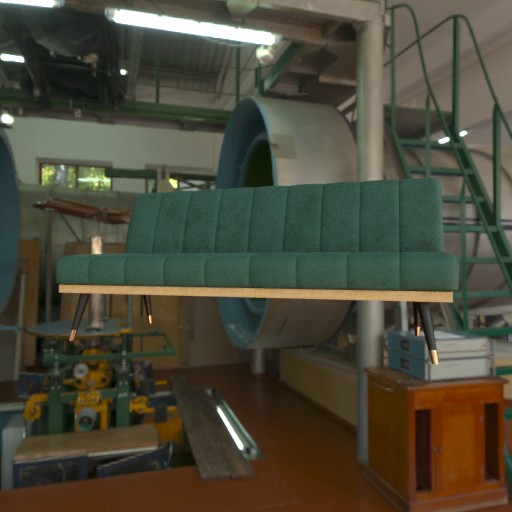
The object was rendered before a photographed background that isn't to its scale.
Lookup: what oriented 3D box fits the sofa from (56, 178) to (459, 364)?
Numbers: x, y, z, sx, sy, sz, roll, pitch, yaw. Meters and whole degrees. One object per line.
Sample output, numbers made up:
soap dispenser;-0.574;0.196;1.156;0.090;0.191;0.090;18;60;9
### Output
sofa;0.000;0.000;2.261;1.810;0.820;0.830;0;-1;18
